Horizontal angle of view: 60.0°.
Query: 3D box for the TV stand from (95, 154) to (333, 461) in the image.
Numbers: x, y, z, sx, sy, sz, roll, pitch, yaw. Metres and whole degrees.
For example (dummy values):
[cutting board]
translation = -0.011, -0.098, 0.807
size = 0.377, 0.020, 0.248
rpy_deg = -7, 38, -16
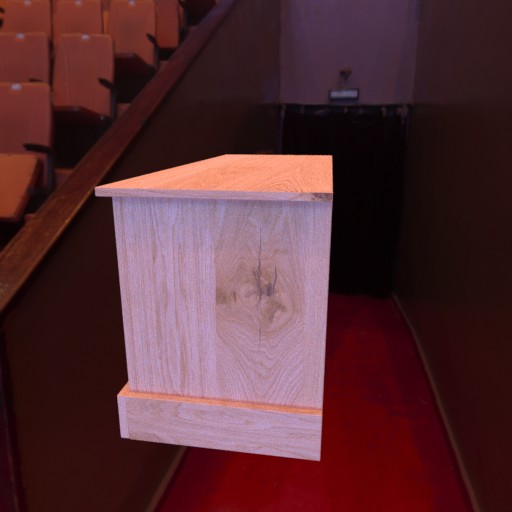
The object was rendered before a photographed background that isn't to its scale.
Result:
[TV stand]
translation = 0.000, 0.000, 1.371
size = 0.440, 0.550, 1.080
rpy_deg = 3, 16, 9
